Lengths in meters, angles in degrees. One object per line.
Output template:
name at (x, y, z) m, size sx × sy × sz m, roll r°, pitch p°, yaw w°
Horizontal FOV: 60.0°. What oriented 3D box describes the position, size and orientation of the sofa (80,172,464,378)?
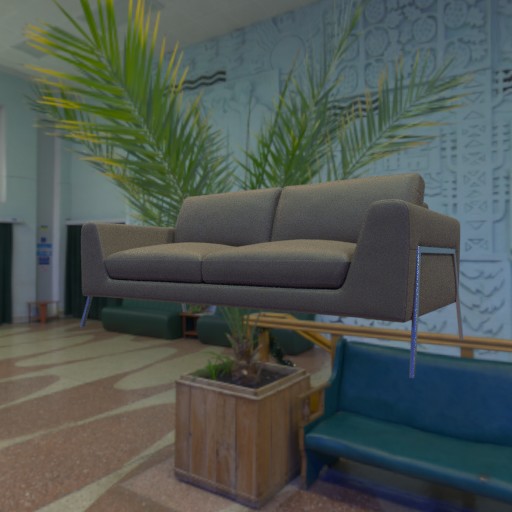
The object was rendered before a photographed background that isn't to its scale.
sofa at (0.000, 0.000, 2.533) m, size 2.017 × 0.875 × 0.953 m, roll 0°, pitch 0°, yaw 35°
